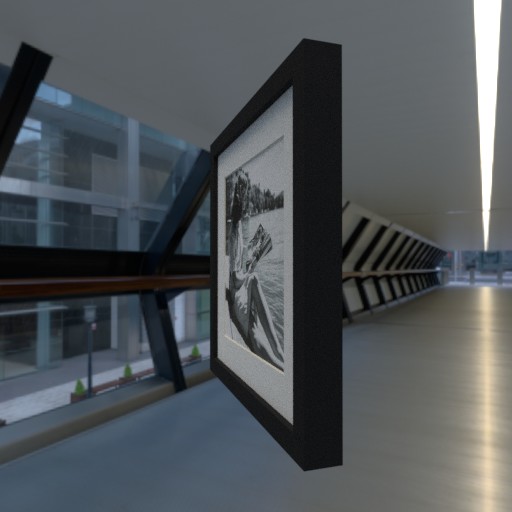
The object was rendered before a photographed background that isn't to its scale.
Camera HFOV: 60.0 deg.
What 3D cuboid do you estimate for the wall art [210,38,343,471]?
[{"bbox_3d":[0.000,0.000,0.463,0.030,0.305,0.308,0,-1,-18],"label":"wall art"}]
